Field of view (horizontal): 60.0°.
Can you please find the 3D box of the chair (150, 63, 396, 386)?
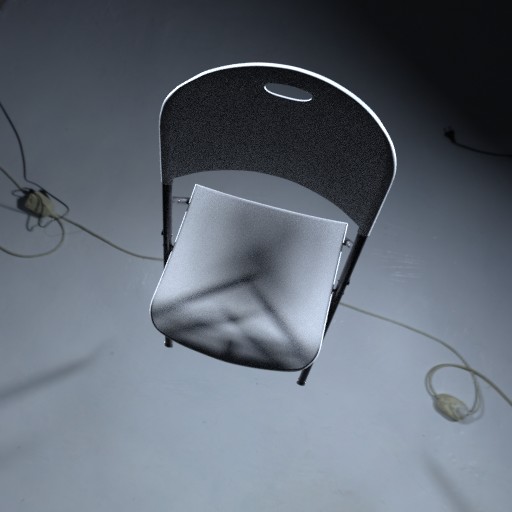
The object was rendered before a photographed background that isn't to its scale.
[{"bbox_3d":[0.000,0.000,1.171,0.494,0.810,0.566,15,75,4],"label":"chair"}]
